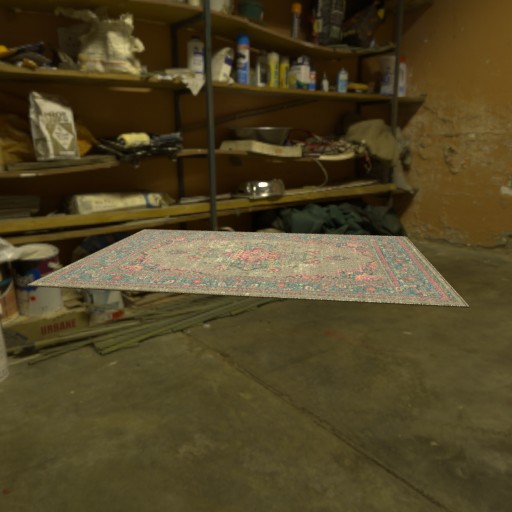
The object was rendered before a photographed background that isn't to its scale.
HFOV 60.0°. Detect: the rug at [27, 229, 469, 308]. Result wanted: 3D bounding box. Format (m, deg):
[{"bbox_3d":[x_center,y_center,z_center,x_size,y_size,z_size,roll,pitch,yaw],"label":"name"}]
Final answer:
[{"bbox_3d":[0.000,0.000,2.953,2.214,0.013,1.609,2,14,8],"label":"rug"}]
